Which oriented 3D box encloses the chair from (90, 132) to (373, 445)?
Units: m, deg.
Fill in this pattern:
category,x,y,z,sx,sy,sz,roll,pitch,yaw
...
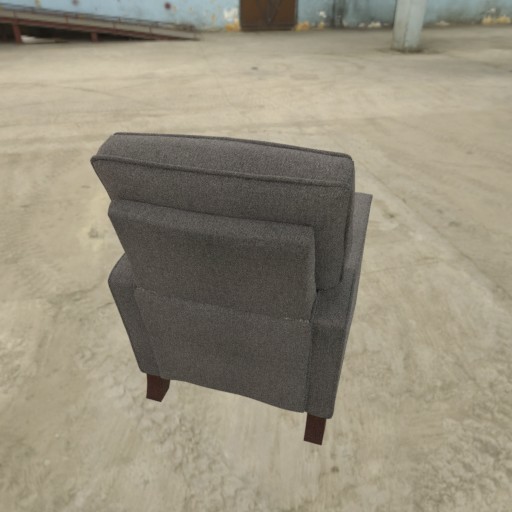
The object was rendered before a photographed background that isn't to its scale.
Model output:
category,x,y,z,sx,sy,sz,roll,pitch,yaw
chair,0.000,0.000,1.402,0.650,0.889,0.775,9,33,15
